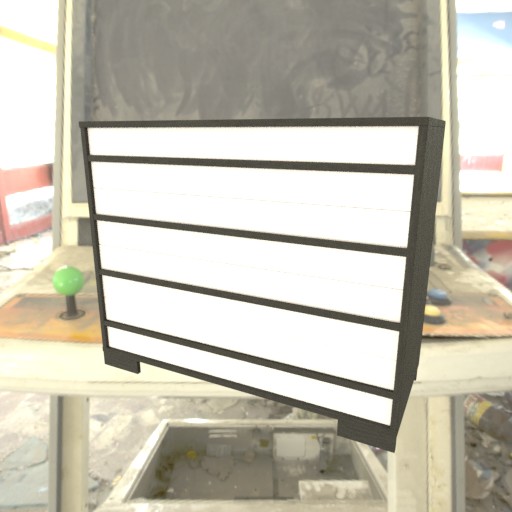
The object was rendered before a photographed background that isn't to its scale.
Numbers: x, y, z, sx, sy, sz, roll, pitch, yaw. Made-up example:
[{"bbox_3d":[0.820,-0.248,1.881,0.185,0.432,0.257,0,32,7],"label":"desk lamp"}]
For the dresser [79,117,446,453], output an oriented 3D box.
[{"bbox_3d":[0.000,0.000,1.401,0.994,0.816,0.404,8,17,26],"label":"dresser"}]
